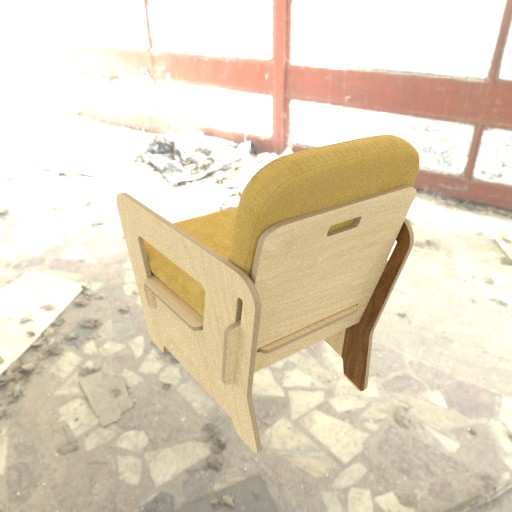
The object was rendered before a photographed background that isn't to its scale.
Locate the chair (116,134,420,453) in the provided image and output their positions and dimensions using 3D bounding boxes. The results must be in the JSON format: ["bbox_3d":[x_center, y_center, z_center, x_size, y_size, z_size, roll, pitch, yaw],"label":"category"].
[{"bbox_3d":[0.000,0.000,1.286,0.590,0.800,0.710,-18,35,-29],"label":"chair"}]
